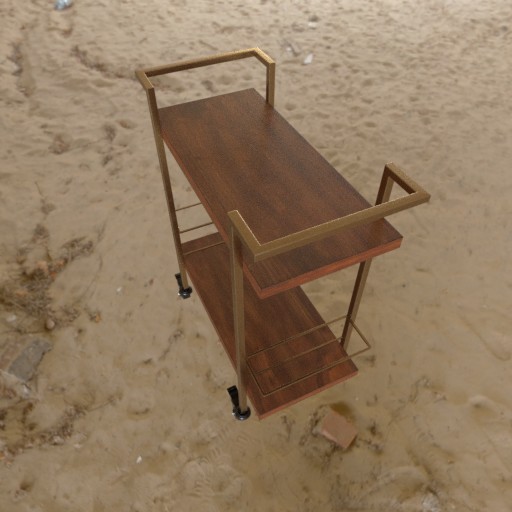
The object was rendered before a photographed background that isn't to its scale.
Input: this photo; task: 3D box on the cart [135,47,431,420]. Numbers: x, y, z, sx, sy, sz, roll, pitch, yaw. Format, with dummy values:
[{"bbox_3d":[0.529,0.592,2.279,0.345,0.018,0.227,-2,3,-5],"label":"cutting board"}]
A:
[{"bbox_3d":[0.000,0.000,1.206,0.364,0.807,0.695,-19,50,-17],"label":"cart"}]
